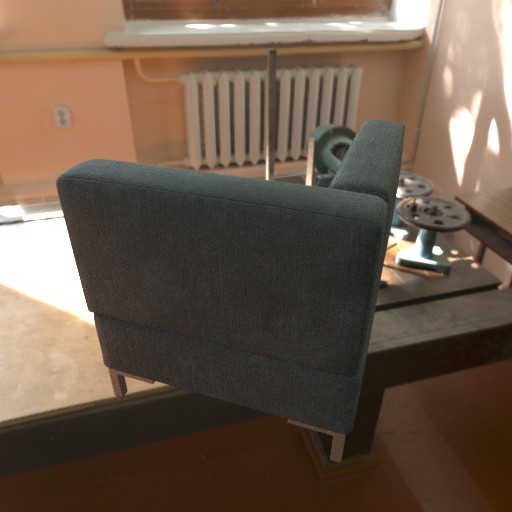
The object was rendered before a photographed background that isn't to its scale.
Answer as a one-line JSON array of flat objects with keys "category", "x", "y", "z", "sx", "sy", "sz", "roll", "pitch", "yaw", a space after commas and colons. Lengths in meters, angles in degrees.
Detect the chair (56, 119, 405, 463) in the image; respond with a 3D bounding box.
[{"category": "chair", "x": 0.000, "y": 0.000, "z": 1.227, "sx": 0.680, "sy": 0.660, "sz": 0.680, "roll": 10, "pitch": 33, "yaw": 16}]
